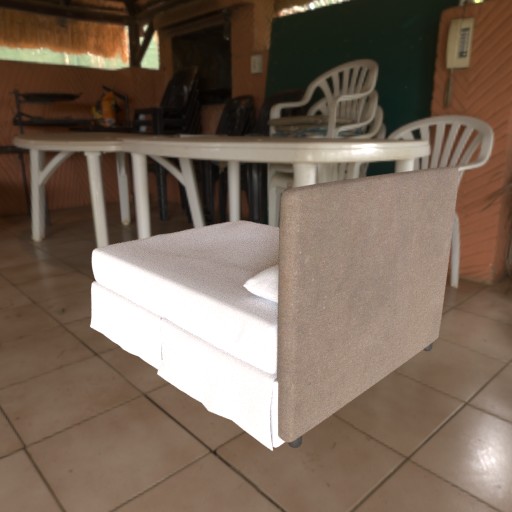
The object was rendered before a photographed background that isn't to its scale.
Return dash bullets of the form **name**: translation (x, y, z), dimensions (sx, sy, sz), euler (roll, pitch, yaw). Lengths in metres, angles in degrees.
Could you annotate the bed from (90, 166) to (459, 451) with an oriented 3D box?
- **bed**: translation (0.000, 0.000, 3.248), dimensions (1.723, 1.330, 2.142), euler (-15, 22, -42)
